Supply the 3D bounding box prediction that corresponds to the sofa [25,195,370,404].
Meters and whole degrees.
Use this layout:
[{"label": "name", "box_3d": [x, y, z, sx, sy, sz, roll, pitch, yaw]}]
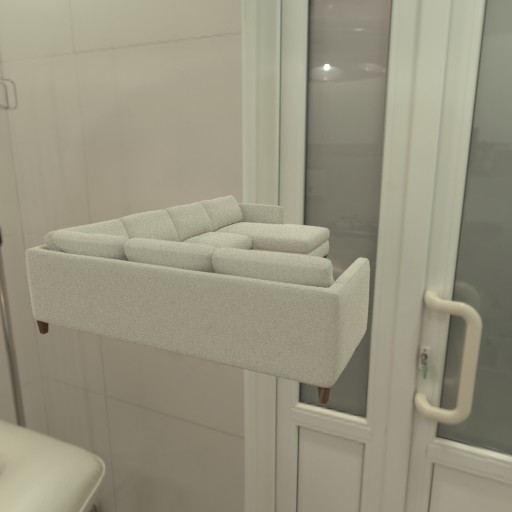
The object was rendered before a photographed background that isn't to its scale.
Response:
[{"label": "sofa", "box_3d": [0.000, 0.000, 4.408, 2.551, 0.853, 3.238, 7, 15, 24]}]
